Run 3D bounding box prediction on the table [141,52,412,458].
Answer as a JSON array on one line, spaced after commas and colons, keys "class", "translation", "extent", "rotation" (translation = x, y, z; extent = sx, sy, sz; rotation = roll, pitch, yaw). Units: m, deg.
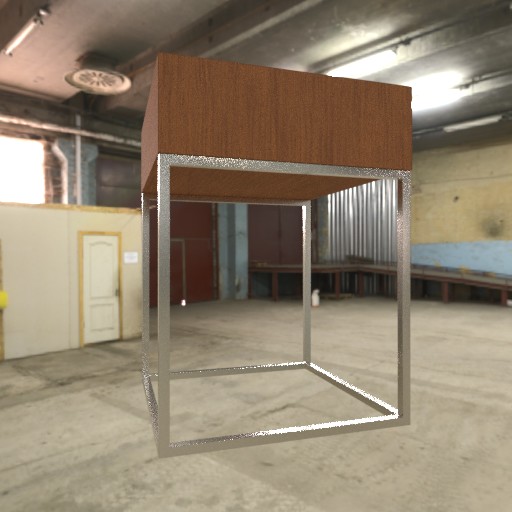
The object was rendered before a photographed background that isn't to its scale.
[{"class": "table", "translation": [0.000, 0.000, 0.836], "extent": [0.398, 0.540, 0.397], "rotation": [0, 0, -18]}]
